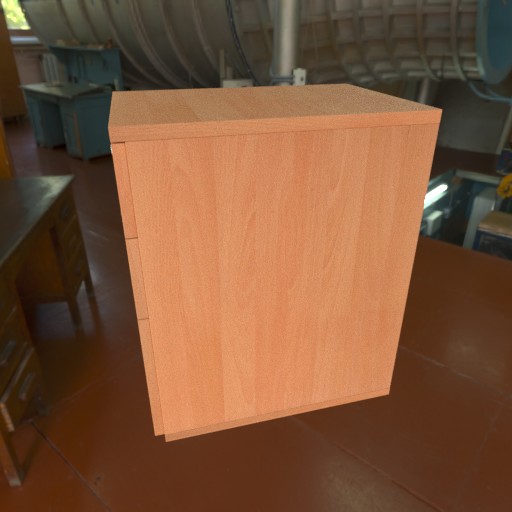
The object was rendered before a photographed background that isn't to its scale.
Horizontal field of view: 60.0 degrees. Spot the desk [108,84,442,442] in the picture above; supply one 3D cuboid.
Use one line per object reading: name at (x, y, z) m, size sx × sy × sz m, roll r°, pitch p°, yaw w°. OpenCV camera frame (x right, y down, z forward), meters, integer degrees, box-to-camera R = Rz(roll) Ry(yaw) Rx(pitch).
desk at (0.000, 0.000, 1.086) m, size 0.600 × 0.730 × 0.404 m, roll -7°, pitch 29°, yaw -13°
